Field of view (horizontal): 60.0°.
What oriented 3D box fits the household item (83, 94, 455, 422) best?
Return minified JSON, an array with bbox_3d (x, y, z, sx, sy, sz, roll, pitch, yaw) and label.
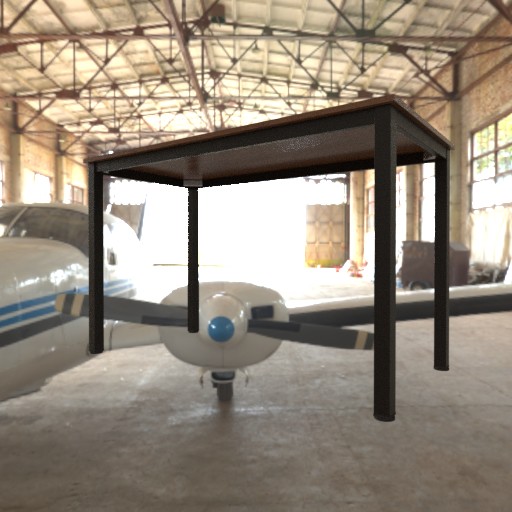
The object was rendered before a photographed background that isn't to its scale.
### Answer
[{"bbox_3d":[0.000,0.000,1.589,1.200,0.750,0.600,0,1,36],"label":"household item"}]
